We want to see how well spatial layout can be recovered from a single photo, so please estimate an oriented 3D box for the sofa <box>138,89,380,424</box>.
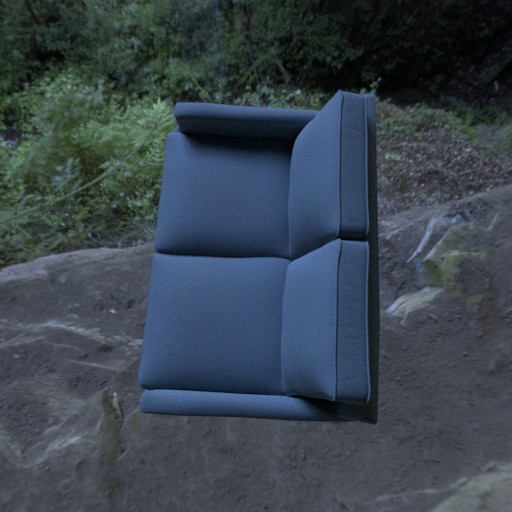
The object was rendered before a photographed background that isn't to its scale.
[{"bbox_3d":[0.000,0.000,2.294,1.084,1.003,1.597,3,76,1],"label":"sofa"}]
